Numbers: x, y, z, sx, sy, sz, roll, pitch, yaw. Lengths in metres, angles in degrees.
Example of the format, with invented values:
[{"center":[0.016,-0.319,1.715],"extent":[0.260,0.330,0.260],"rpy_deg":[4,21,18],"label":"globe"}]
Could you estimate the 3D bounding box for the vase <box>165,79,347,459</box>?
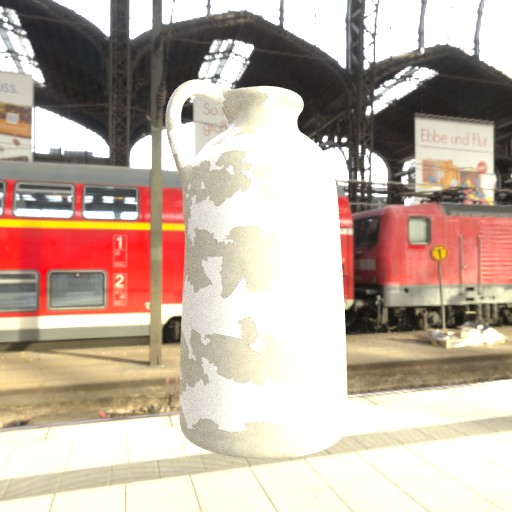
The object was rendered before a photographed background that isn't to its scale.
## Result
[{"center":[0.000,0.000,0.500],"extent":[0.203,0.382,0.186],"rpy_deg":[0,-1,-18],"label":"vase"}]
